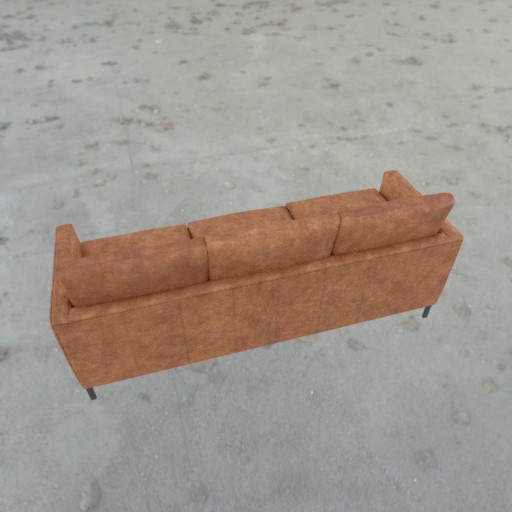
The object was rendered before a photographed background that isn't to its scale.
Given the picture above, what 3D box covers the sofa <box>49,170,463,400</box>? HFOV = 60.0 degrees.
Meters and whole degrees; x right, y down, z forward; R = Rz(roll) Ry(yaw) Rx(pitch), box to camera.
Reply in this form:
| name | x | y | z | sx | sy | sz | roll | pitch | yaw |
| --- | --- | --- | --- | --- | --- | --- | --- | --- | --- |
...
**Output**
| name | x | y | z | sx | sy | sz | roll | pitch | yaw |
| --- | --- | --- | --- | --- | --- | --- | --- | --- | --- |
| sofa | 0.000 | 0.000 | 2.424 | 2.029 | 0.863 | 0.748 | -11 | 43 | -12 |
